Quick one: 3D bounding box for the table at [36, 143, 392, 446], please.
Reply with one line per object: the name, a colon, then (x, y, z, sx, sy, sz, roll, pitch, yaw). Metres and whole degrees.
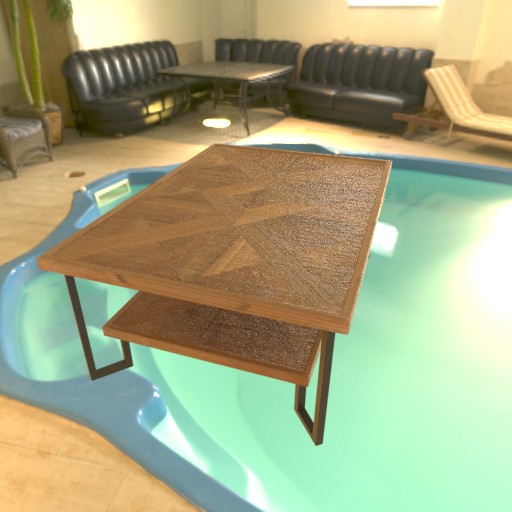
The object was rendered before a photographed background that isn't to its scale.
table: (0.000, 0.000, 1.744, 0.877, 0.492, 1.238, 10, 31, 17)
